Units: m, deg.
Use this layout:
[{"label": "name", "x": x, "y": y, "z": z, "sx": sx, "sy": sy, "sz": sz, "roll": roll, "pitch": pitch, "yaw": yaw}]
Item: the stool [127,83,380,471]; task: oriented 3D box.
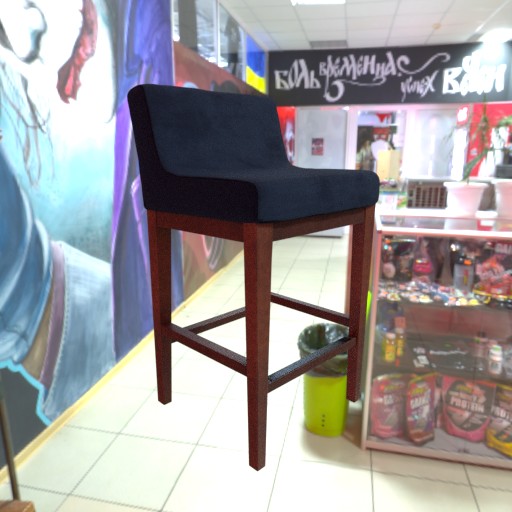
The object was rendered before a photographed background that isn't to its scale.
[{"label": "stool", "x": 0.000, "y": 0.000, "z": 1.295, "sx": 0.511, "sy": 0.945, "sz": 0.516, "roll": -13, "pitch": 19, "yaw": -43}]
